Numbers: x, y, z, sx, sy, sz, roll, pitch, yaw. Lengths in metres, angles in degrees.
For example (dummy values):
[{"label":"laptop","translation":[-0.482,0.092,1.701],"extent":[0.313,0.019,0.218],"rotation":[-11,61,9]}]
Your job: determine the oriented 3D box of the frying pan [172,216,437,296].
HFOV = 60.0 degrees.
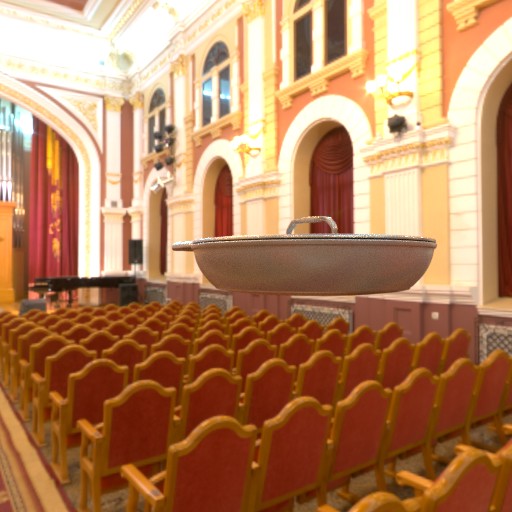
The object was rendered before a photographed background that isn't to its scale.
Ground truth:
[{"label":"frying pan","translation":[0.000,0.000,0.601],"extent":[0.272,0.086,0.490],"rotation":[1,-1,-35]}]
